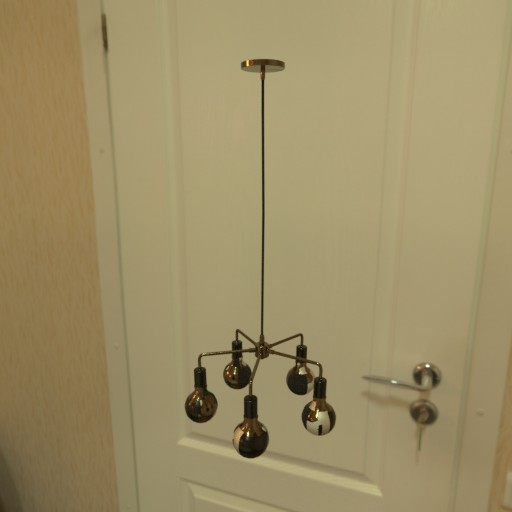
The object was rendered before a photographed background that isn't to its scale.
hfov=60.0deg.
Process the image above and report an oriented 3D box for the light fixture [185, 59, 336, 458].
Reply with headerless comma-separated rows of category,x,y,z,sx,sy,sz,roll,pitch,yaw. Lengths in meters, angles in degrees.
light fixture,0.000,0.000,1.219,0.421,0.988,0.438,-2,13,-8
